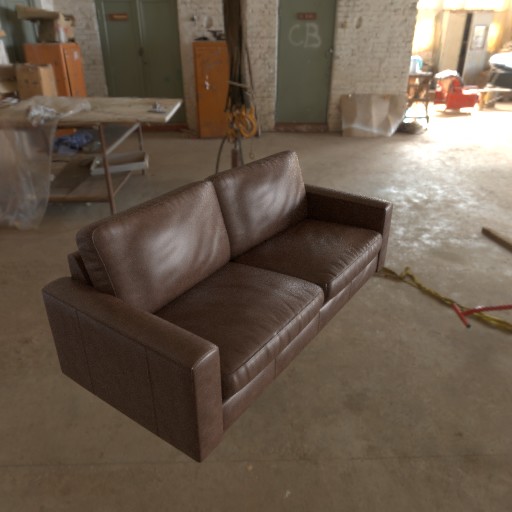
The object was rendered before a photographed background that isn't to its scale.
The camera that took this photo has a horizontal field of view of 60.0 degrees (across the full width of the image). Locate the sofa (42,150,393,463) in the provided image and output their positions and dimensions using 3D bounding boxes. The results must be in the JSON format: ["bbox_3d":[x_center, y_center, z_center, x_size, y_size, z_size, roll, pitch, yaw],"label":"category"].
[{"bbox_3d":[0.000,0.000,2.717,1.016,0.873,2.179,18,32,31],"label":"sofa"}]
